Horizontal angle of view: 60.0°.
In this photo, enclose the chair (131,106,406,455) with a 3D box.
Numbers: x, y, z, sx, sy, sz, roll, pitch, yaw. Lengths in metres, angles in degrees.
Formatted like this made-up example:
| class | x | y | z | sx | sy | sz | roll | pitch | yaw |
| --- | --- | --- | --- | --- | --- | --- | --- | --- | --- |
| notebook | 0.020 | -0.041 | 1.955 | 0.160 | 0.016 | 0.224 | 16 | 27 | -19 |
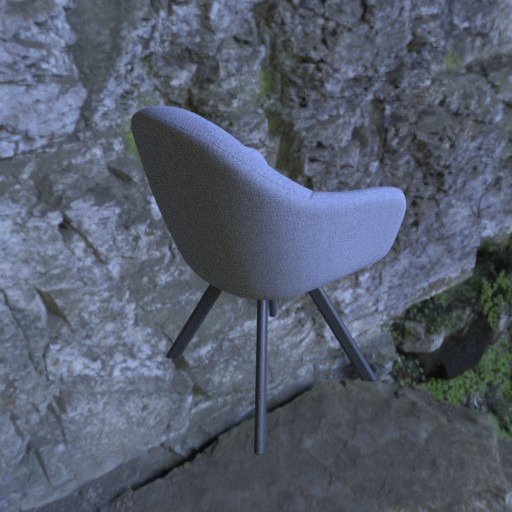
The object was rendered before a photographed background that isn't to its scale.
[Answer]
| class | x | y | z | sx | sy | sz | roll | pitch | yaw |
| --- | --- | --- | --- | --- | --- | --- | --- | --- | --- |
| chair | 0.000 | 0.000 | 1.185 | 0.550 | 0.795 | 0.590 | -18 | 31 | -33 |
